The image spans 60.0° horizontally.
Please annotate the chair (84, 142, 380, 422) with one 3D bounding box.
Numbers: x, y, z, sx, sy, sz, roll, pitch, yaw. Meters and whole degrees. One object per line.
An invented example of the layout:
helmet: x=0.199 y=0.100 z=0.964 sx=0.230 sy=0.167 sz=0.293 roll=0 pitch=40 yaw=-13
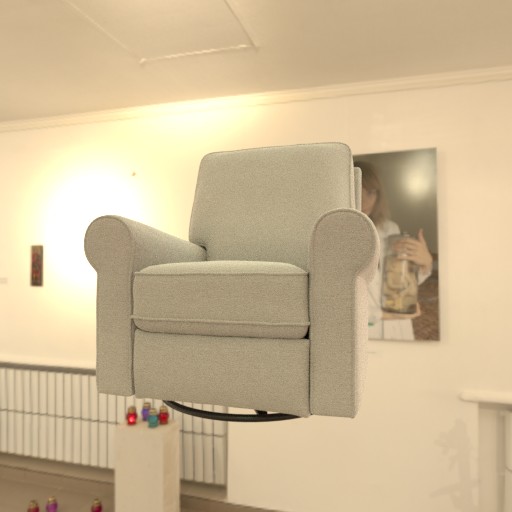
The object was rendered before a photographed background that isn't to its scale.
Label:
chair: x=0.000 y=0.000 z=1.639 sx=0.890 sy=0.960 sz=0.878 roll=0 pitch=0 yaw=16
